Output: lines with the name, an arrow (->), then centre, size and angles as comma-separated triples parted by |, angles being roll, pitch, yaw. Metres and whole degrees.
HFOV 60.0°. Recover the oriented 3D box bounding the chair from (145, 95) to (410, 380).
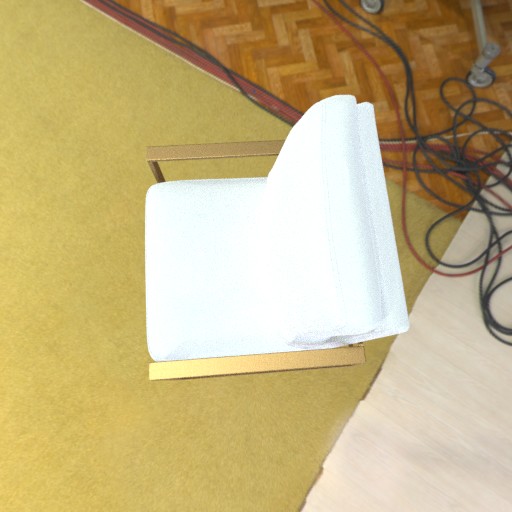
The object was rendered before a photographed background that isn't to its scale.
chair -> 0.000, 0.000, 1.582 | 0.813, 0.966, 0.805 | -4, 75, -1
